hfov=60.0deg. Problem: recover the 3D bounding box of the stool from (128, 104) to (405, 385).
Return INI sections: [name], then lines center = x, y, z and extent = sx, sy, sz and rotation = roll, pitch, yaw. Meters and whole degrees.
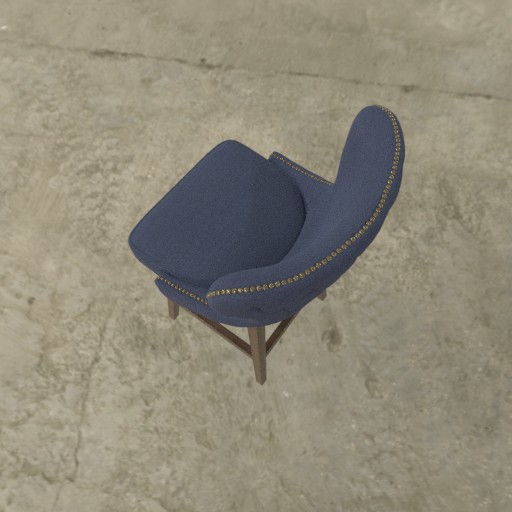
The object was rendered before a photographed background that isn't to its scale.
[stool]
center = 0.000, 0.000, 1.353
extent = 0.597, 0.972, 0.615
rotation = 33, 68, 16
